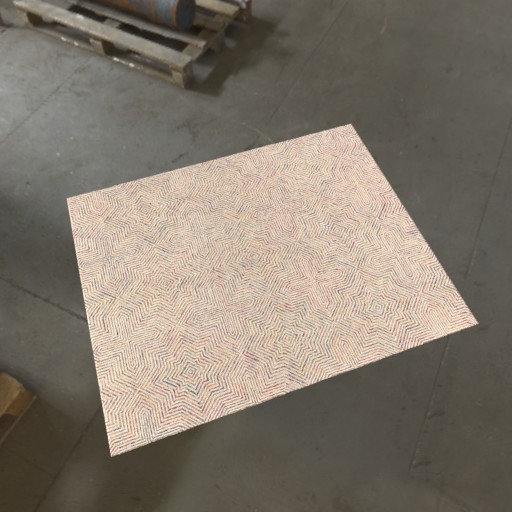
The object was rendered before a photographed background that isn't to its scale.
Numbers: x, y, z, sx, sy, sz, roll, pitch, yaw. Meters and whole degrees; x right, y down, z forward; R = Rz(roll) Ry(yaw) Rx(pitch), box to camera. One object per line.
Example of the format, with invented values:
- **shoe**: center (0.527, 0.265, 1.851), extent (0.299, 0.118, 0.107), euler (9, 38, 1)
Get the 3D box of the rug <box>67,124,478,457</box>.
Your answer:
- **rug**: center (0.000, 0.000, 3.989), extent (3.046, 0.008, 2.442), euler (-17, 62, -9)
